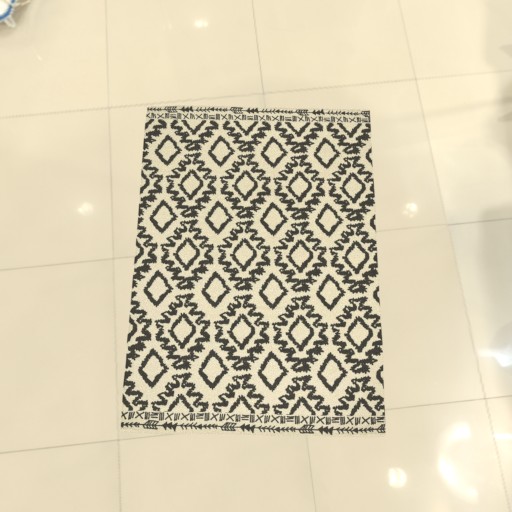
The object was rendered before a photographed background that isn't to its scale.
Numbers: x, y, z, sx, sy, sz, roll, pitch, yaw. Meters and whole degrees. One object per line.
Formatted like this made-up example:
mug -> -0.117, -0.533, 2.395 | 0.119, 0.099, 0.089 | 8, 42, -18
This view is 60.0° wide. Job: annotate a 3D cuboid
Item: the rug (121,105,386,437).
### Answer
rug -> 0.000, 0.000, 4.435 | 2.444, 0.036, 3.369 | 1, 76, 0
